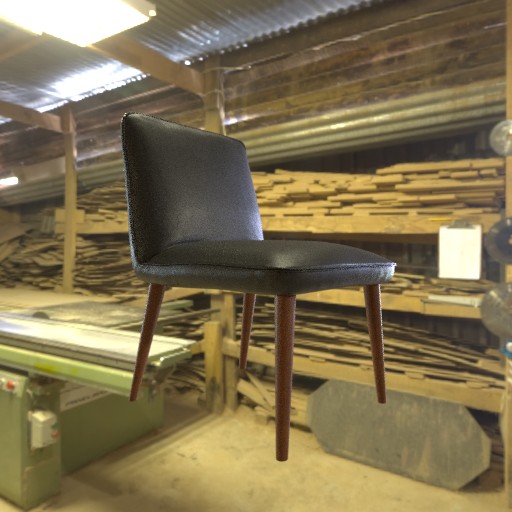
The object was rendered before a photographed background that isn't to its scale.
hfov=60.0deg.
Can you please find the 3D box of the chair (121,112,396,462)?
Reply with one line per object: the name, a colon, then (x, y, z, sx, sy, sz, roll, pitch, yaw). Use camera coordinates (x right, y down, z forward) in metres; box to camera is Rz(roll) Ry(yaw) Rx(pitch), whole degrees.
chair: (0.000, 0.000, 1.213, 0.645, 0.801, 0.543, 1, 1, 37)
